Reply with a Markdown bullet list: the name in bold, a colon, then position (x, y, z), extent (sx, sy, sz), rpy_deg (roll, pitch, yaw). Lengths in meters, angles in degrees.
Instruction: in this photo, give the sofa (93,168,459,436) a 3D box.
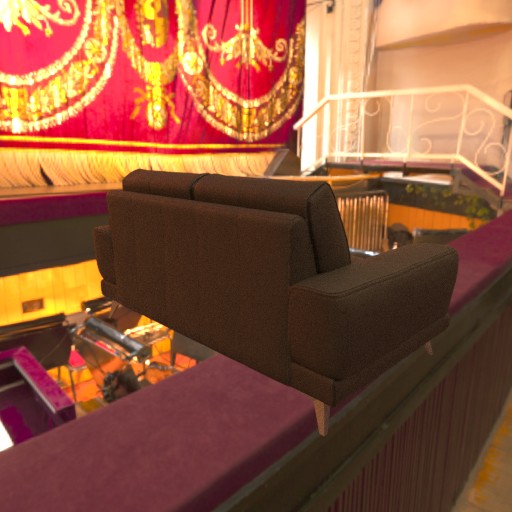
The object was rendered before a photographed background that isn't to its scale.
- **sofa**: position (0.000, 0.000, 2.393), extent (1.806, 0.907, 1.018), rpy_deg (14, 19, 43)
